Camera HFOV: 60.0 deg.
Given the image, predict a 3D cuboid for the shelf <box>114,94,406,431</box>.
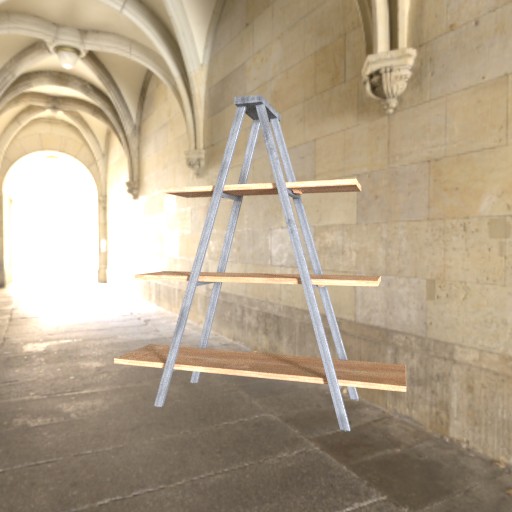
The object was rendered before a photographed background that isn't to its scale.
[{"bbox_3d":[0.000,0.000,2.707,1.746,1.808,0.508,0,2,18],"label":"shelf"}]
